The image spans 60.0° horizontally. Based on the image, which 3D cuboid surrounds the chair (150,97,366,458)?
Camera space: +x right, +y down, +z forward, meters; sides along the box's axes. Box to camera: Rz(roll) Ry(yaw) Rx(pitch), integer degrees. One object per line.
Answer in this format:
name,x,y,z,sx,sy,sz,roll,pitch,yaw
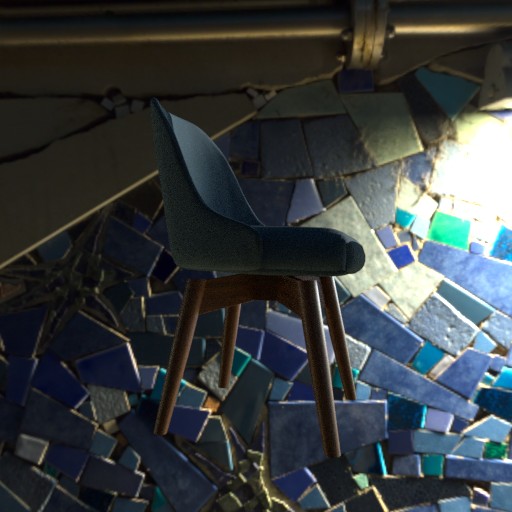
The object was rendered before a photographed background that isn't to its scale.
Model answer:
chair,0.000,0.000,1.252,0.589,0.882,0.503,0,-1,17
